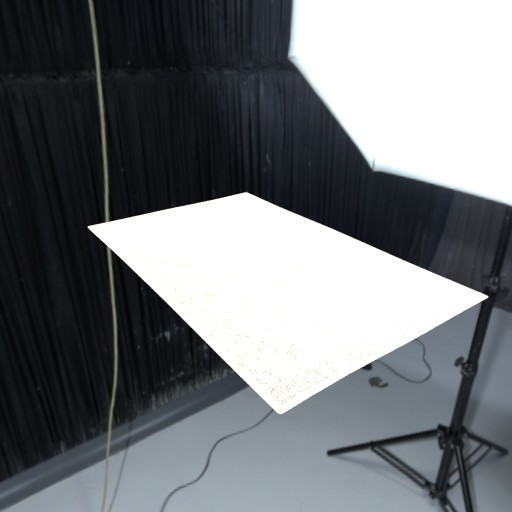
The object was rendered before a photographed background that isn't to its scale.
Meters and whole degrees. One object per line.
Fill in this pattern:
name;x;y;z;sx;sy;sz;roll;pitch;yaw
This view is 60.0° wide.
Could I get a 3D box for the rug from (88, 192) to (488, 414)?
rug;0.000;0.000;3.019;1.529;0.012;2.435;-17;31;-32
